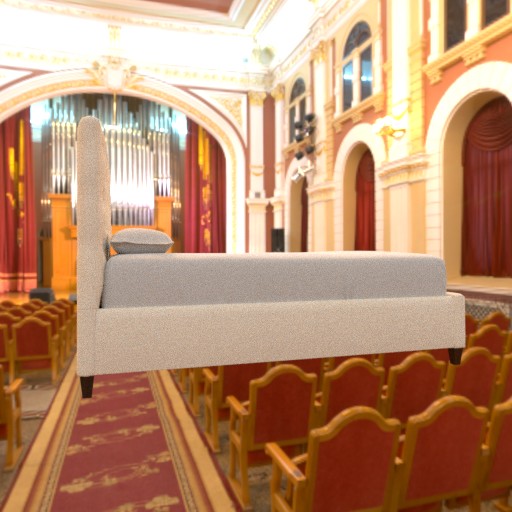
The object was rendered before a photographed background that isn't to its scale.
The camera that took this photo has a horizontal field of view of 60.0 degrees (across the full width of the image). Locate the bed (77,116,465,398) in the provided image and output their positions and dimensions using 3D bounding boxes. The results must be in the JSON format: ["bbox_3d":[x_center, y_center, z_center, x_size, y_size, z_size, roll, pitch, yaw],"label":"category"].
[{"bbox_3d":[0.000,0.000,3.355,2.387,1.427,1.698,0,0,-17],"label":"bed"}]
